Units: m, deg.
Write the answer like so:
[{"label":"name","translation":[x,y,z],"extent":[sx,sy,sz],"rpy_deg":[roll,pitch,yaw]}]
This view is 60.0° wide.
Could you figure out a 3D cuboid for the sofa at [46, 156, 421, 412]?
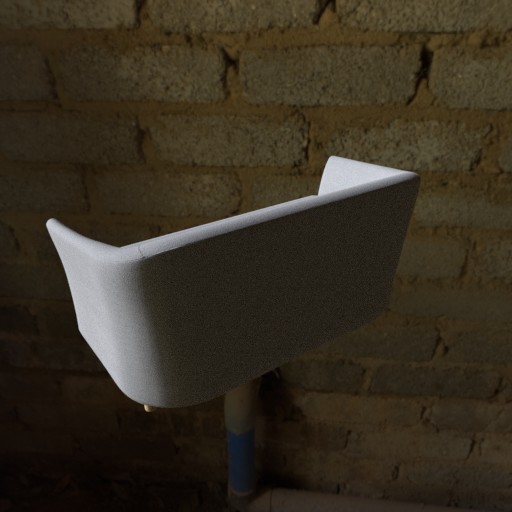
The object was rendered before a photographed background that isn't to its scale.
[{"label":"sofa","translation":[0.000,0.000,1.875],"extent":[1.452,0.721,0.705],"rpy_deg":[-18,35,-28]}]
